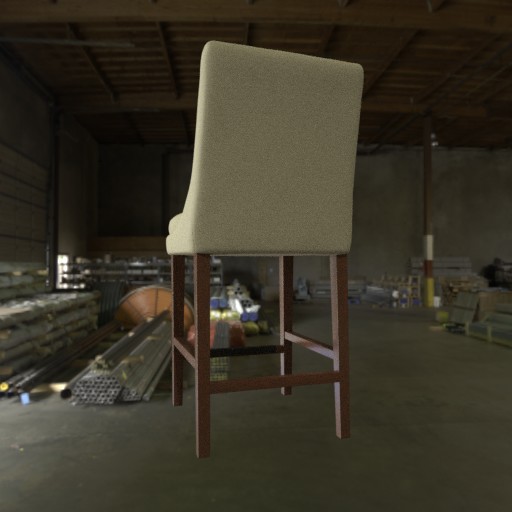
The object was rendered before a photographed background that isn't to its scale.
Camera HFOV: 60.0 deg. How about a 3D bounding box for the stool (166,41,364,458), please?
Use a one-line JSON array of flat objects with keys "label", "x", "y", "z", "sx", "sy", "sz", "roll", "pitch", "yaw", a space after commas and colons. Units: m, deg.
[{"label": "stool", "x": 0.000, "y": 0.000, "z": 1.311, "sx": 0.470, "sy": 0.981, "sz": 0.577, "roll": 0, "pitch": -1, "yaw": -18}]
